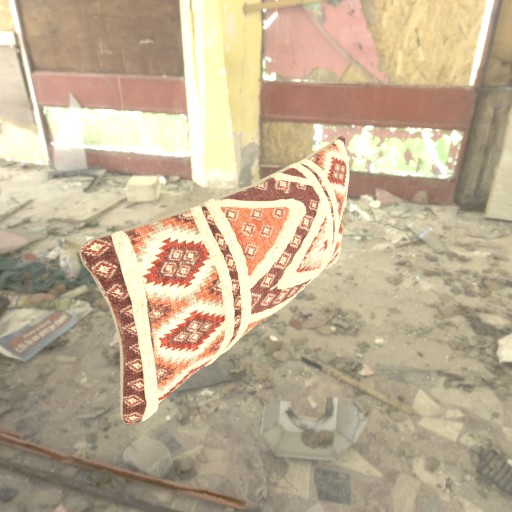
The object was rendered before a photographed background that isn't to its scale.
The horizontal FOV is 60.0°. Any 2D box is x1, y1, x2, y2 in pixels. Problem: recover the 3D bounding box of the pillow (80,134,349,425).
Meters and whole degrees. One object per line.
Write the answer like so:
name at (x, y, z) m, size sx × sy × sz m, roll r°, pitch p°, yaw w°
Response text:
pillow at (0.000, 0.000, 0.745) m, size 0.161 × 0.295 × 0.608 m, roll 19°, pitch 34°, yaw 32°
